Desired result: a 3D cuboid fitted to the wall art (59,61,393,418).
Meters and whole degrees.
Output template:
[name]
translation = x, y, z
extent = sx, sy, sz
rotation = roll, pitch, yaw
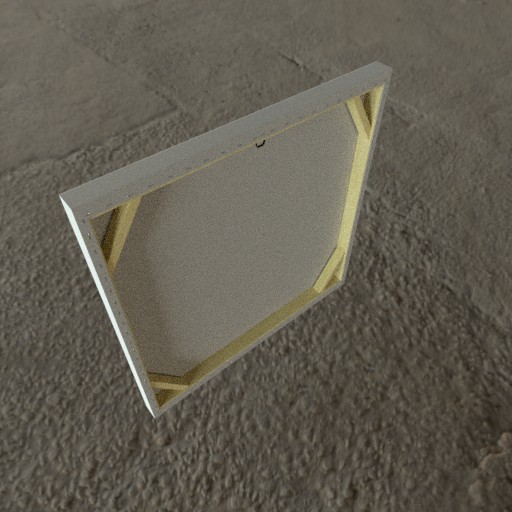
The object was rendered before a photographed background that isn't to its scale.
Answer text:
[wall art]
translation = 0.000, 0.000, 0.901
extent = 0.610, 0.610, 0.038
rotation = -31, 54, -26
